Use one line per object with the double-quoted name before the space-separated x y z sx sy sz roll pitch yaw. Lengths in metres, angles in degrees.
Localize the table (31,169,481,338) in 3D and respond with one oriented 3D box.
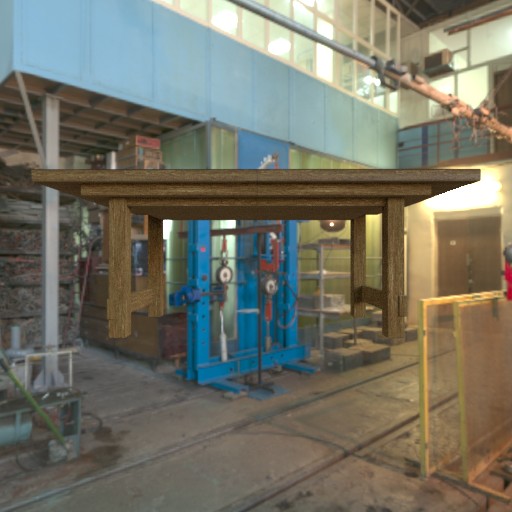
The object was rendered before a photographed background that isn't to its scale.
"table" 0.000 0.000 2.445 1.982 0.762 1.000 0 0 0
